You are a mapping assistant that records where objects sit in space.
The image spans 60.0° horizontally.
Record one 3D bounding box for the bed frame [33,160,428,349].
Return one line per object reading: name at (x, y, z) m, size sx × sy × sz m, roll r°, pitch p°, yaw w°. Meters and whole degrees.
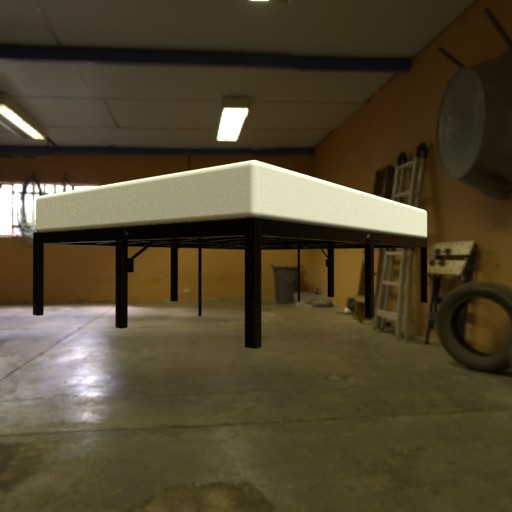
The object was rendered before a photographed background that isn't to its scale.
bed frame at (0.000, 0.000, 2.809) m, size 1.557 × 0.659 × 2.072 m, roll 0°, pitch 0°, yaw 37°
